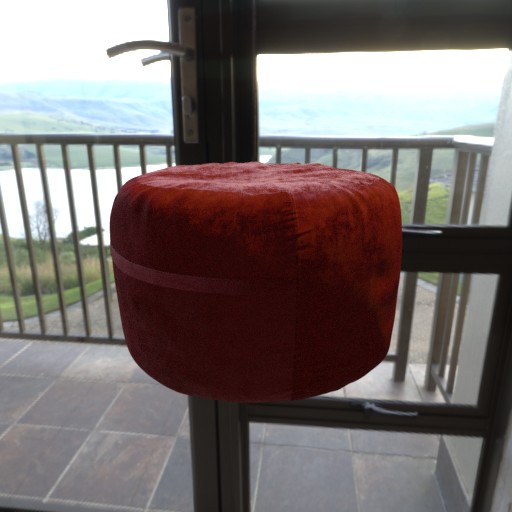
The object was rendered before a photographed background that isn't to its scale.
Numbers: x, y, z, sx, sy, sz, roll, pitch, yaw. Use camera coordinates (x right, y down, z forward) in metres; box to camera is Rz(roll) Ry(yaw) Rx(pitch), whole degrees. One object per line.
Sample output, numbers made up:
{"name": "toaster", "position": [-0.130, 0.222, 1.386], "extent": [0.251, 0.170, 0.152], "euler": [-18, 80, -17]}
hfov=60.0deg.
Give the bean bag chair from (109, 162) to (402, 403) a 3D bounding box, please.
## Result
{"name": "bean bag chair", "position": [0.000, 0.000, 1.963], "extent": [1.219, 0.762, 1.219], "euler": [0, 17, 0]}
